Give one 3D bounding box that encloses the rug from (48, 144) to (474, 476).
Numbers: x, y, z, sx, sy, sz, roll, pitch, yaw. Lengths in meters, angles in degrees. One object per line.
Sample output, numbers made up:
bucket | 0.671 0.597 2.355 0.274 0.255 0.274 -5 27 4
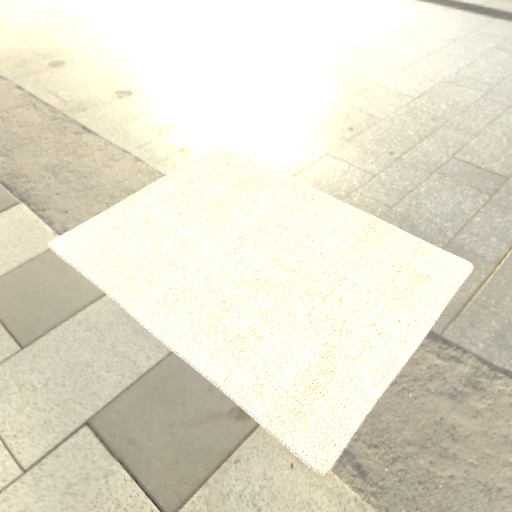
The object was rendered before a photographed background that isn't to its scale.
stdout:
rug | 0.000 0.000 2.063 1.600 0.027 1.200 32 53 28
